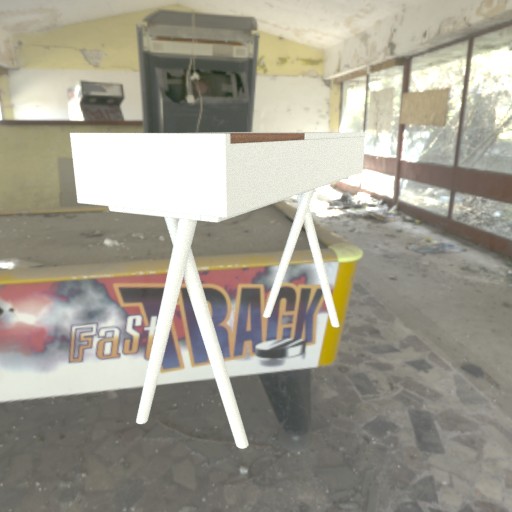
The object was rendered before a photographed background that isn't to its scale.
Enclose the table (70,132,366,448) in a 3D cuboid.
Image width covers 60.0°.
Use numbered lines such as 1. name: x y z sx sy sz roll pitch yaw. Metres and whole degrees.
1. table: 0.000 0.000 1.459 0.418 0.785 1.066 8 18 26
